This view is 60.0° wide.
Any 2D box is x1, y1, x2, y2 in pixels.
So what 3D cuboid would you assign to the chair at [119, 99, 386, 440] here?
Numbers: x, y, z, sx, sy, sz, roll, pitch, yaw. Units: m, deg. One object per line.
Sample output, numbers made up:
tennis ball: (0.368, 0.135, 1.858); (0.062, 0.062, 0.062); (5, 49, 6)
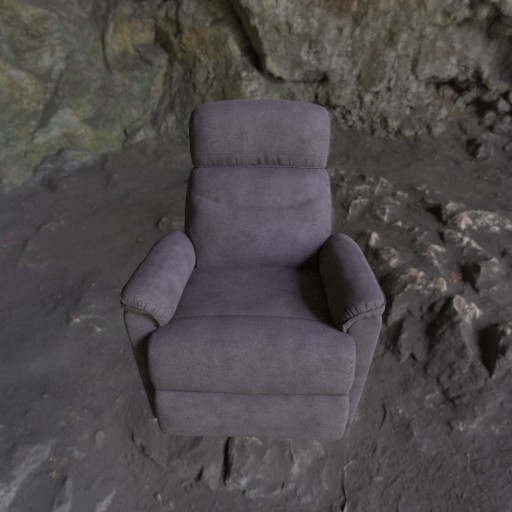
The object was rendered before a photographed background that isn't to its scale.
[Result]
chair: (0.000, 0.000, 1.728); (0.830, 1.036, 1.009); (1, 28, 2)
